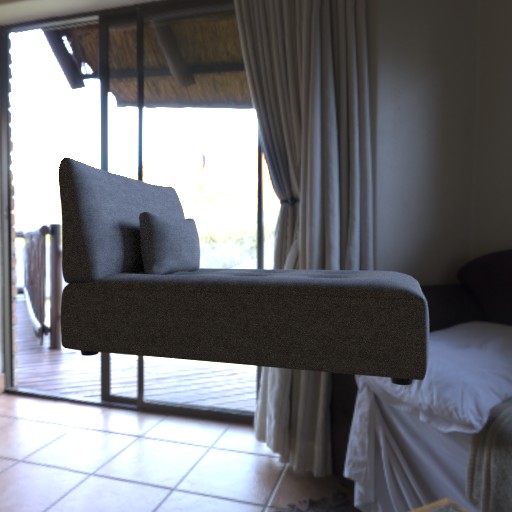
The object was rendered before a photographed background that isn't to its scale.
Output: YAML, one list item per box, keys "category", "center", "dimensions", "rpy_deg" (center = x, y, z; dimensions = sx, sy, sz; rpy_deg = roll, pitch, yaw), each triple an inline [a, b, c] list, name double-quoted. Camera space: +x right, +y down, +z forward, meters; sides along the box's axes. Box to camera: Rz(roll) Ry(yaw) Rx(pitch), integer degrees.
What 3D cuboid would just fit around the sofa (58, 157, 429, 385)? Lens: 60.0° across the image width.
- category: "sofa"
  center: [0.000, 0.000, 2.020]
  dimensions: [1.450, 0.820, 0.930]
  rpy_deg: [0, 1, 18]
